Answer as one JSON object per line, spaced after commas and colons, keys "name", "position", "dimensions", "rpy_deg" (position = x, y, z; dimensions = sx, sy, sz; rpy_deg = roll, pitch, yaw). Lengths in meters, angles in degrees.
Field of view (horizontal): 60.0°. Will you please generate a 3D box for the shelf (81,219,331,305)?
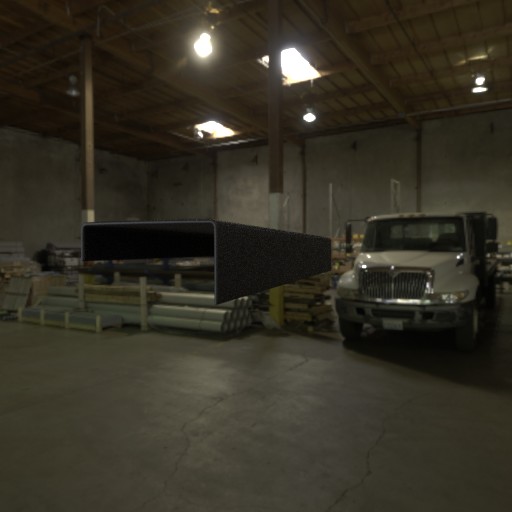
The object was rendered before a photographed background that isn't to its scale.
{"name": "shelf", "position": [0.000, 0.000, 0.502], "dimensions": [0.102, 0.053, 0.456], "rpy_deg": [0, 1, 18]}
